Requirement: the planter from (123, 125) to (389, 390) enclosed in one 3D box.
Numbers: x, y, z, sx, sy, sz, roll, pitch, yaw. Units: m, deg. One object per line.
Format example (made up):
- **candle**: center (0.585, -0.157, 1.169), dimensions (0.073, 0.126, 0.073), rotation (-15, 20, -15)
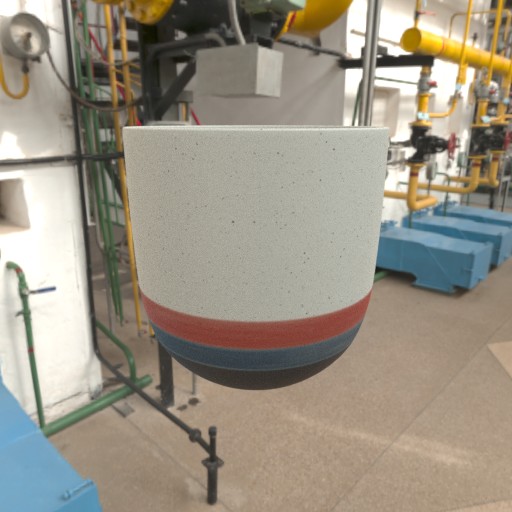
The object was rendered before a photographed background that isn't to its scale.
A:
- **planter**: center (0.000, 0.000, 0.382), dimensions (0.204, 0.214, 0.204), rotation (0, 17, 0)
